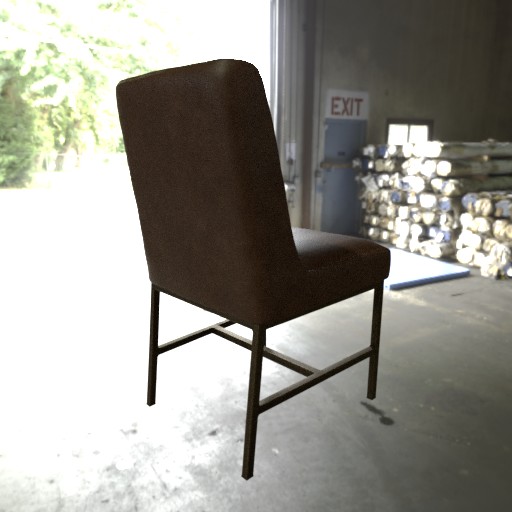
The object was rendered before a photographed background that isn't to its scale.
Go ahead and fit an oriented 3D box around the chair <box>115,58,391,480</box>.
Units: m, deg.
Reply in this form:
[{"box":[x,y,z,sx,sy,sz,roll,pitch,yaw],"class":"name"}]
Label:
[{"box":[0.000,0.000,1.208,0.587,0.889,0.508,-13,19,-43],"class":"chair"}]
